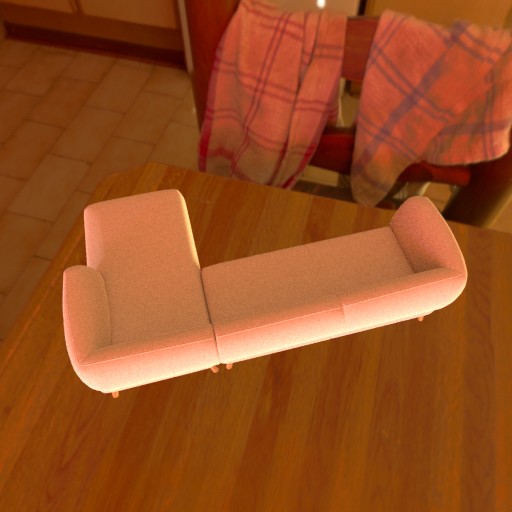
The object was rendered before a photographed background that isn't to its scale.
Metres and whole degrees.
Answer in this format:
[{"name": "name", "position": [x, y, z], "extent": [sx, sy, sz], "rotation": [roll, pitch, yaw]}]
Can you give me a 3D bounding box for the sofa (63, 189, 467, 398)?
[{"name": "sofa", "position": [0.000, 0.000, 3.377], "extent": [2.660, 0.730, 1.610], "rotation": [-12, 59, -8]}]
